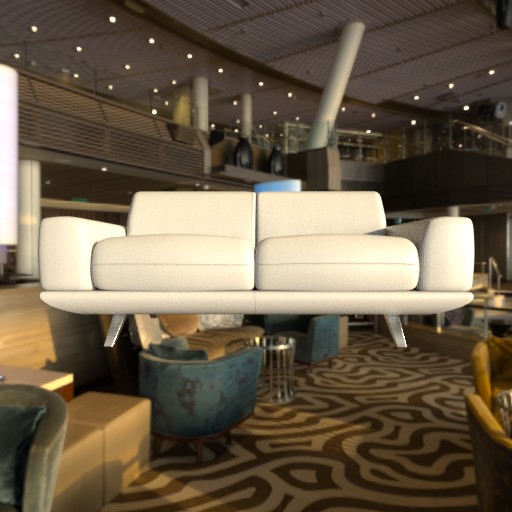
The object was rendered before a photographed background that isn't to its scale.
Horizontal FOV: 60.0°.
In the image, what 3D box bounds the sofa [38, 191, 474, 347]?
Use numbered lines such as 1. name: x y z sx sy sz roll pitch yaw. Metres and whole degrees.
1. sofa: 0.000 0.000 2.330 1.901 0.772 0.900 0 1 1
